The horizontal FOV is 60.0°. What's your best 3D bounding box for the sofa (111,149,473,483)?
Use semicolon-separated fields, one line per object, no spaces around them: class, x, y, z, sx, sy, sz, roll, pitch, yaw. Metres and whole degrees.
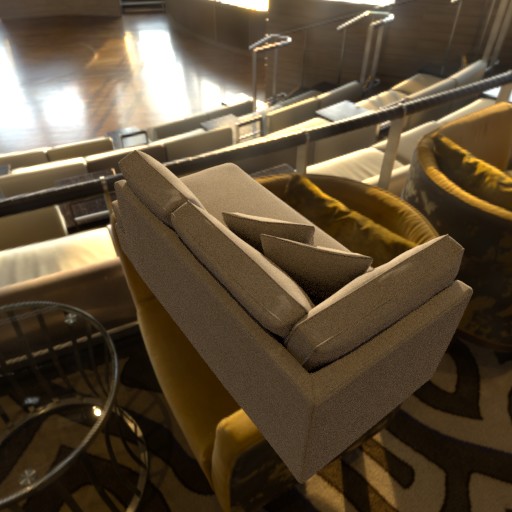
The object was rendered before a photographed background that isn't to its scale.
sofa;0.000;0.000;2.812;1.110;1.019;2.238;-26;48;-26
